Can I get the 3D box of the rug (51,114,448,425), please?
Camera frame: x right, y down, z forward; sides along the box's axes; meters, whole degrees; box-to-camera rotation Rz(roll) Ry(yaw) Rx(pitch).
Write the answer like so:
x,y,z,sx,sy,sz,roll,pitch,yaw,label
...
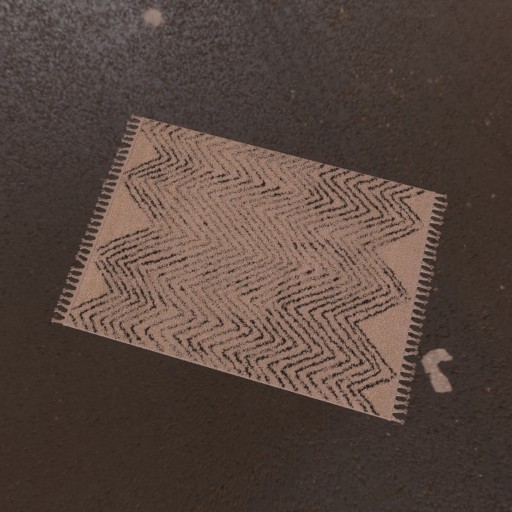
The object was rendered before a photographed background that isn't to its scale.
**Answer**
x,y,z,sx,sy,sz,roll,pitch,yaw,label
0.000,0.000,2.331,1.847,0.014,1.230,15,76,4,rug
